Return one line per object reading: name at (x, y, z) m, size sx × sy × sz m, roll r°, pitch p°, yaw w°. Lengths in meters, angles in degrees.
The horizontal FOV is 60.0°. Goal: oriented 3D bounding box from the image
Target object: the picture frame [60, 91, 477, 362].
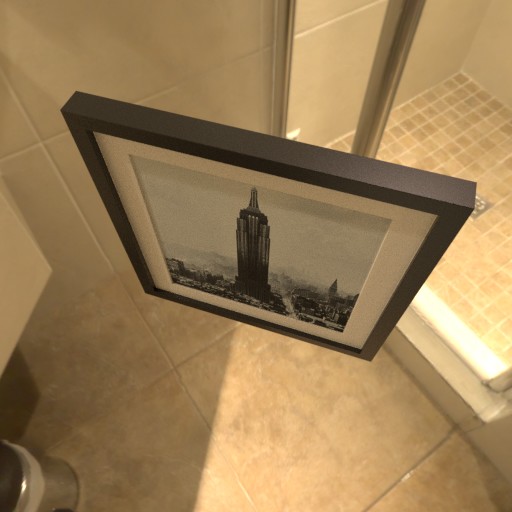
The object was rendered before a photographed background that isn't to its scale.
picture frame at (0.000, 0.000, 0.519) m, size 0.355 × 0.353 × 0.029 m, roll 15°, pitch 59°, yaw 9°
